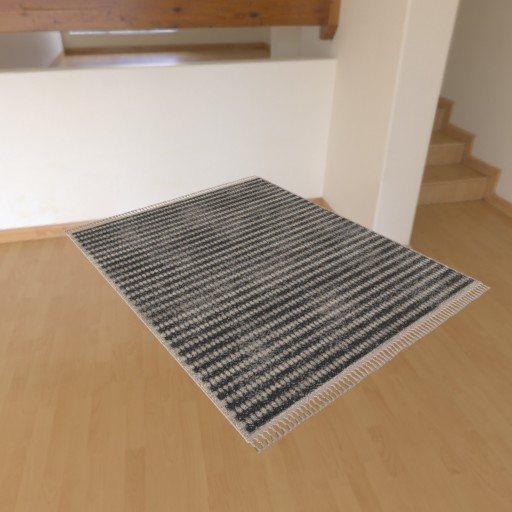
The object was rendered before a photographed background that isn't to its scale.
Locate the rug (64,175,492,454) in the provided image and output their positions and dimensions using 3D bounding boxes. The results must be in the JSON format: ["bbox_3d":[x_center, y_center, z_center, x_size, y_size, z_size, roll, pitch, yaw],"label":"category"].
[{"bbox_3d":[0.000,0.000,3.729,2.256,0.013,2.910,-22,38,-32],"label":"rug"}]
